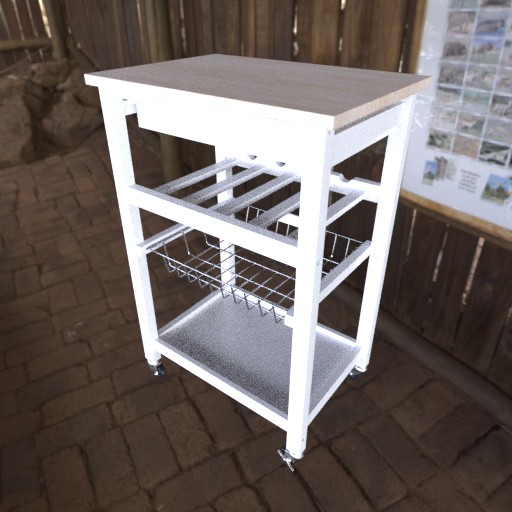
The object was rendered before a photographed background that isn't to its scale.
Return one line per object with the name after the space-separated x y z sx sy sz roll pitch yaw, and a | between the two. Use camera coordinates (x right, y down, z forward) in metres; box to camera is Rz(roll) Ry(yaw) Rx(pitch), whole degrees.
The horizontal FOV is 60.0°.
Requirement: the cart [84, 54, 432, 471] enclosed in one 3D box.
0.000 0.000 1.120 0.578 0.857 0.406 21 37 31 | cart
